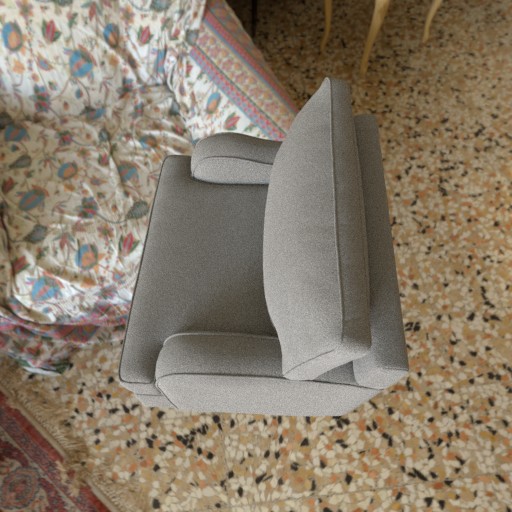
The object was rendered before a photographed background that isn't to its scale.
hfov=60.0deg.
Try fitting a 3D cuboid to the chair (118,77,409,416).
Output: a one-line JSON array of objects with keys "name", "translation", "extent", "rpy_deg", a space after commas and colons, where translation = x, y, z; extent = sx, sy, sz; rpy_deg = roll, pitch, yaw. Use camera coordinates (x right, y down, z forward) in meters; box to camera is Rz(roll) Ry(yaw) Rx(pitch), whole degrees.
[{"name": "chair", "translation": [0.000, 0.000, 1.975], "extent": [1.040, 1.016, 1.220], "rpy_deg": [3, 59, 2]}]
